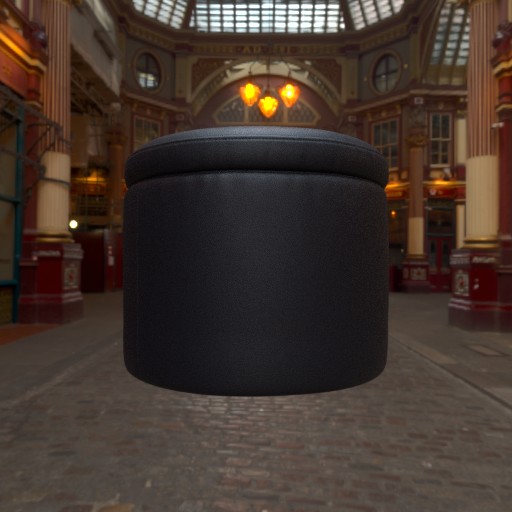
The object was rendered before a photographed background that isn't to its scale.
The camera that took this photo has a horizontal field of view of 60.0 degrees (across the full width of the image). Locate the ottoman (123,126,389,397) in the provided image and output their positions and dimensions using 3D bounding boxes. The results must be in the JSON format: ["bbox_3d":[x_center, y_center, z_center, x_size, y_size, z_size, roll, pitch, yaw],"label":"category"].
[{"bbox_3d":[0.000,0.000,0.872,0.501,0.409,0.501,0,0,0],"label":"ottoman"}]
